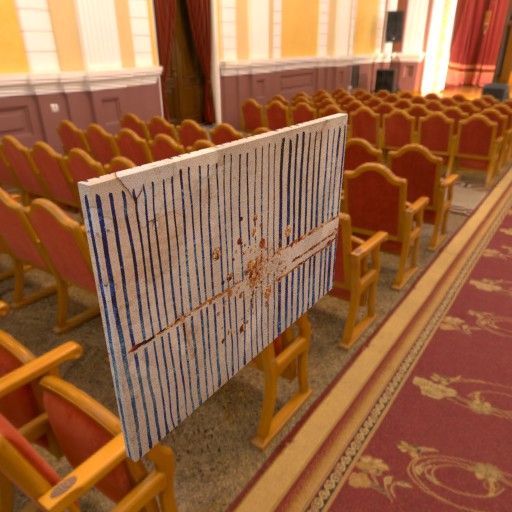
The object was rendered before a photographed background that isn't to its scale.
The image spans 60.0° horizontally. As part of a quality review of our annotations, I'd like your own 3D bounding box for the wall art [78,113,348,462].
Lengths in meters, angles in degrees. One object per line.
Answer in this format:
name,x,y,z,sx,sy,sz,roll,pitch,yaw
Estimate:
wall art,0.000,0.000,1.155,0.030,0.609,0.919,17,31,32
